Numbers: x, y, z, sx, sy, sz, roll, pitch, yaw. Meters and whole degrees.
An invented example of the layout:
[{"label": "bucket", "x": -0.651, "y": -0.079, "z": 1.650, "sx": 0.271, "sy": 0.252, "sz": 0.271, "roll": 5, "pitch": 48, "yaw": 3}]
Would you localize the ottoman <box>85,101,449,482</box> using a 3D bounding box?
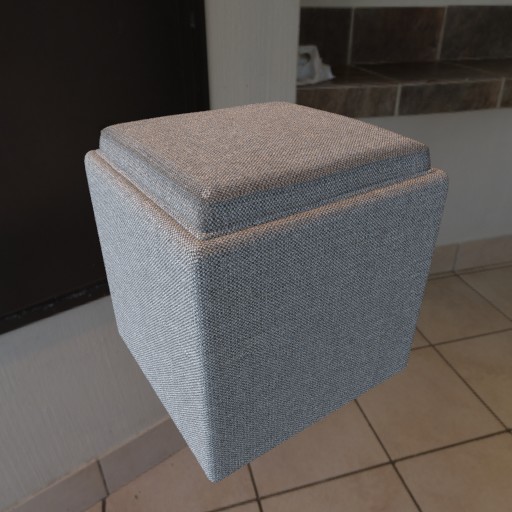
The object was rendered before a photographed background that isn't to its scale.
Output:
[{"label": "ottoman", "x": 0.000, "y": 0.000, "z": 0.826, "sx": 0.454, "sy": 0.487, "sz": 0.436, "roll": -19, "pitch": 35, "yaw": -29}]
